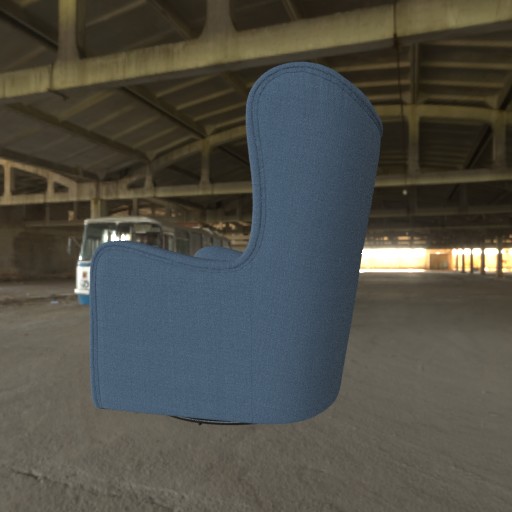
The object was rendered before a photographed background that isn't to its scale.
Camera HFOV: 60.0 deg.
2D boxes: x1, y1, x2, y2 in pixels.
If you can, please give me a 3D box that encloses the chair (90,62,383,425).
[{"bbox_3d":[0.000,0.000,1.686,0.930,1.079,0.831,0,-1,19],"label":"chair"}]
